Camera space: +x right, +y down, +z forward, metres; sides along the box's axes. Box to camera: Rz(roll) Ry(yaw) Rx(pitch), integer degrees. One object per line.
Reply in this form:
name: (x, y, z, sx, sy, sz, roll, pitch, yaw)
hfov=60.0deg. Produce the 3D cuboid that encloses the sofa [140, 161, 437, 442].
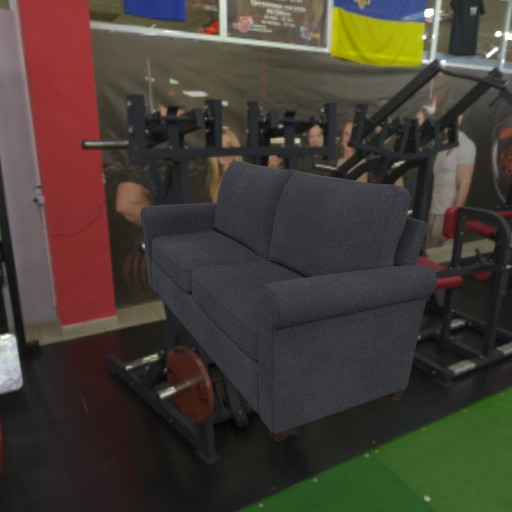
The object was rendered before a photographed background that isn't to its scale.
sofa: (0.000, 0.000, 2.508, 0.842, 0.942, 1.935, -8, 18, -26)
